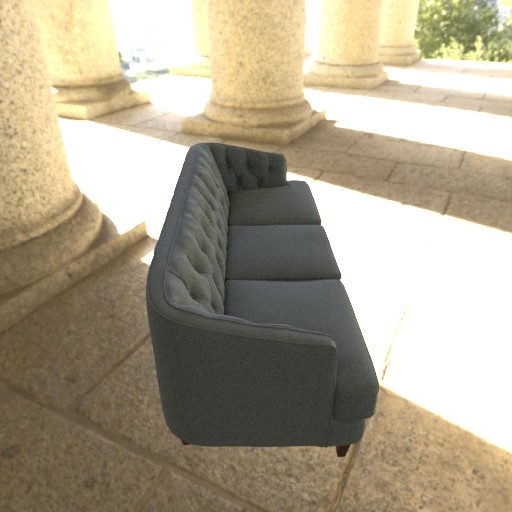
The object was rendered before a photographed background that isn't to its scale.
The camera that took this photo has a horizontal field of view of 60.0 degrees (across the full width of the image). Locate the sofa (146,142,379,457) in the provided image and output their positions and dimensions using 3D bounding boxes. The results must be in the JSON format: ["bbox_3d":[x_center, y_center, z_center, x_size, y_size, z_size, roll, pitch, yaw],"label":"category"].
[{"bbox_3d":[0.000,0.000,2.694,0.941,0.855,2.278,-1,31,-2],"label":"sofa"}]
